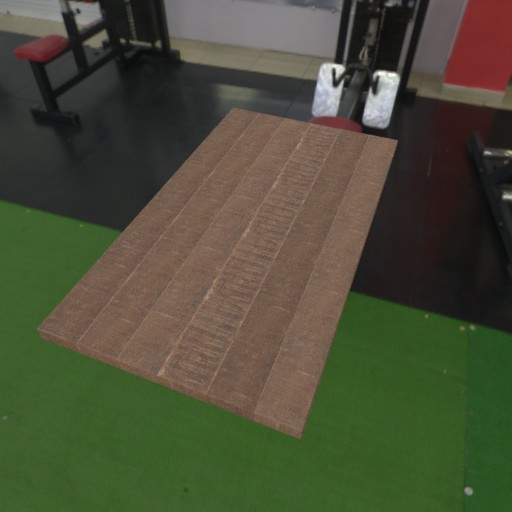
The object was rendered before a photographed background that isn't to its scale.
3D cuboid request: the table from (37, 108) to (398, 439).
[{"bbox_3d":[0.000,0.000,1.780,0.800,0.440,1.400,16,48,15],"label":"table"}]
